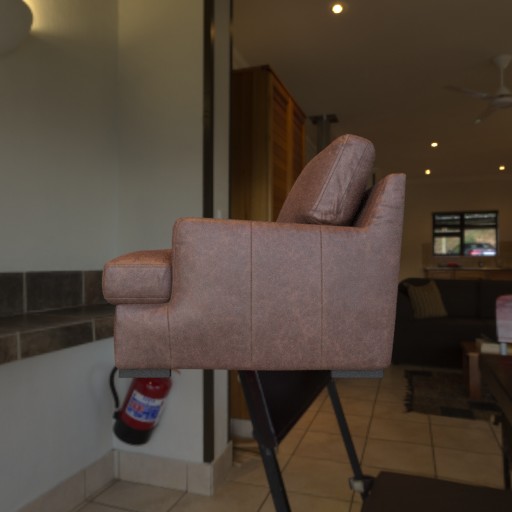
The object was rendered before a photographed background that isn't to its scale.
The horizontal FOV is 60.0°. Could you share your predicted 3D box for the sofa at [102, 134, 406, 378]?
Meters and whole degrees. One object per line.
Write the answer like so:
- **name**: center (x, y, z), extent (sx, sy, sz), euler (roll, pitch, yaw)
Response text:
- **sofa**: center (0.000, 0.000, 2.527), extent (1.143, 0.939, 1.880), euler (0, -1, 0)
